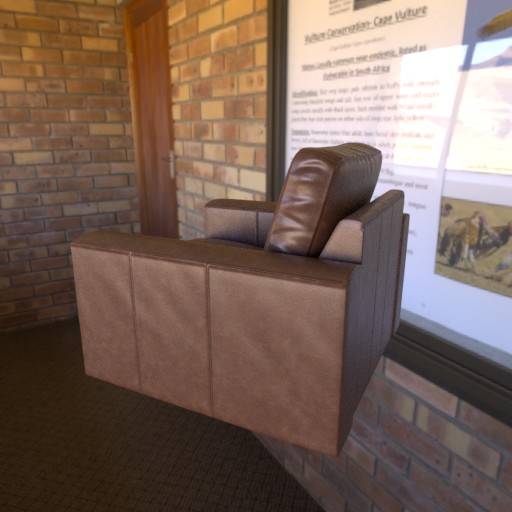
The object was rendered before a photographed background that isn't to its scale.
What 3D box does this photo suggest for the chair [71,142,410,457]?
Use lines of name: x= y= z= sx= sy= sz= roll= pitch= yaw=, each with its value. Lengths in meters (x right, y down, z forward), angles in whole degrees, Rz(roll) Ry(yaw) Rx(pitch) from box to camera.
chair: x=0.000 y=0.000 z=1.771 sx=1.016 sy=0.873 sz=1.005 roll=8 pitch=18 yaw=26
